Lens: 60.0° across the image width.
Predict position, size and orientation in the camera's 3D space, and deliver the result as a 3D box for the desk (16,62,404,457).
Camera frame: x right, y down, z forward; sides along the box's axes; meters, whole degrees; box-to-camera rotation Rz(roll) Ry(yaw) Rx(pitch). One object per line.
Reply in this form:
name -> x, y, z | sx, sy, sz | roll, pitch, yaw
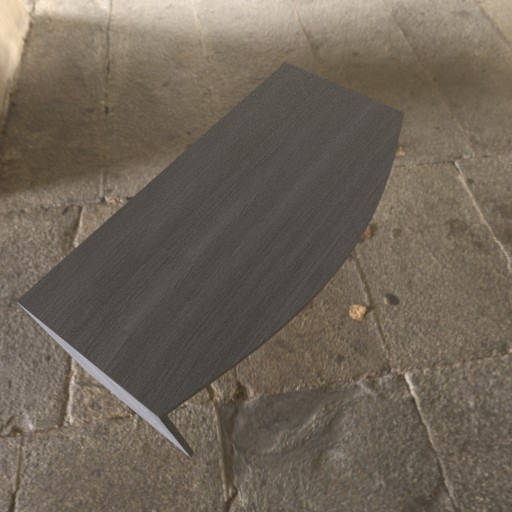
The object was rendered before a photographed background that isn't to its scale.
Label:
desk -> 0.000, 0.000, 2.002 | 0.802, 0.750, 1.600 | 31, 63, 18
